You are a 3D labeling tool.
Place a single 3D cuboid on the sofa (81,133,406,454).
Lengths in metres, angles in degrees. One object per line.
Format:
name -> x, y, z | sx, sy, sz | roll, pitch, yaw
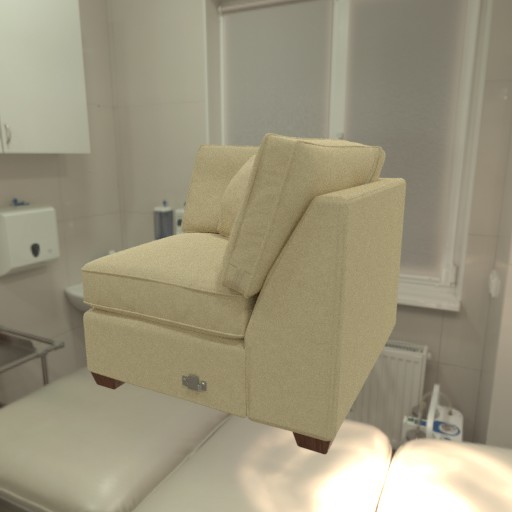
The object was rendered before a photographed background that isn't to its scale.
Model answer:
sofa -> 0.000, 0.000, 1.968 | 1.084, 1.002, 1.146 | 6, 14, 26
